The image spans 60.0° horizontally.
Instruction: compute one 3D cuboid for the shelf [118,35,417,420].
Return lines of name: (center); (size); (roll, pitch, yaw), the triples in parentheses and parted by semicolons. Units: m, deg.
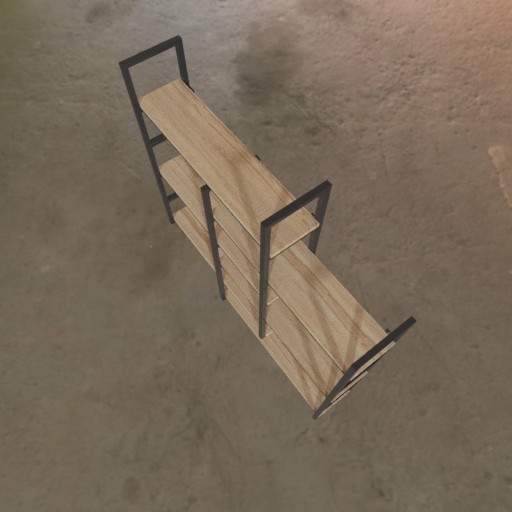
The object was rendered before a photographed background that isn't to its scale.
shelf: (0.000, 0.000, 1.398); (0.183, 0.921, 0.946); (-34, 67, -16)
